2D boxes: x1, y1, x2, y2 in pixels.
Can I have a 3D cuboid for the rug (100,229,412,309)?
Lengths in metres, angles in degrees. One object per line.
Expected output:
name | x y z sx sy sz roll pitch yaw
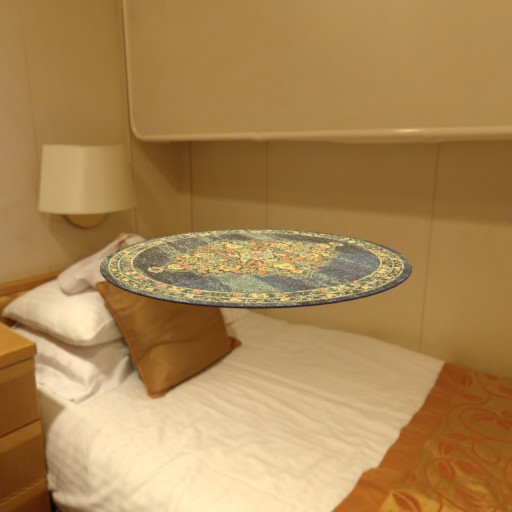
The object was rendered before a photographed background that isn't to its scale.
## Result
rug | 0.000 0.000 3.578 2.386 0.014 2.386 0 14 0
